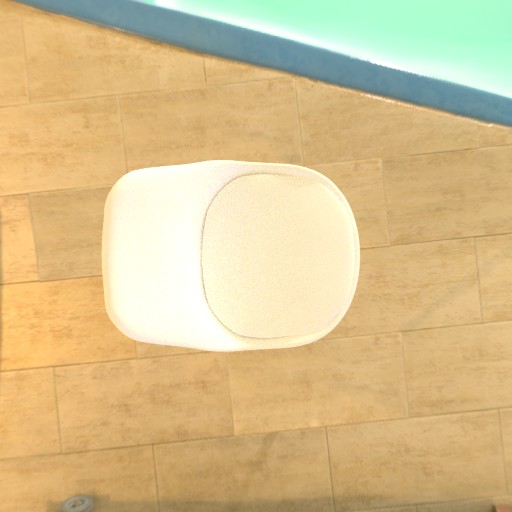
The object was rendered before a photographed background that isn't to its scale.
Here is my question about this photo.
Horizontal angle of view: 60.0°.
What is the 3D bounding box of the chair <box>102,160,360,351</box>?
[{"bbox_3d":[0.000,0.000,1.198,0.550,0.849,0.485,0,90,0],"label":"chair"}]
